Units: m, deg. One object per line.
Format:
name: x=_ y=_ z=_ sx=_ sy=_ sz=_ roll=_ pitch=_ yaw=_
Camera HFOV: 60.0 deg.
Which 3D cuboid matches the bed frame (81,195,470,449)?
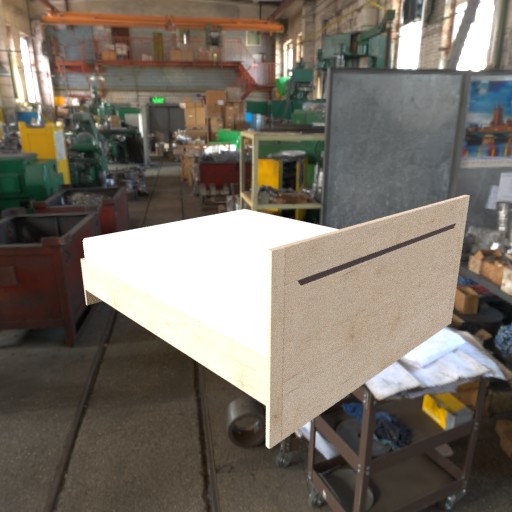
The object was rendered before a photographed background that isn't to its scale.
bed frame: x=0.000 y=0.000 z=3.103 sx=1.800 sy=0.900 sz=2.080 roll=-16 pitch=23 yaw=-41
